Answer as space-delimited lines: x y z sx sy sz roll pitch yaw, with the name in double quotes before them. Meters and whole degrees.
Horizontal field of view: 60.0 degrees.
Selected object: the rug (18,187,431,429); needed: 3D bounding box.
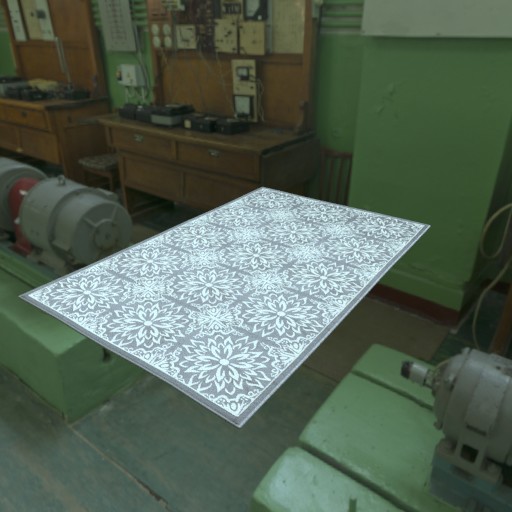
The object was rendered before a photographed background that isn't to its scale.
"rug" 0.000 0.000 3.385 1.819 0.018 2.746 18 32 31
